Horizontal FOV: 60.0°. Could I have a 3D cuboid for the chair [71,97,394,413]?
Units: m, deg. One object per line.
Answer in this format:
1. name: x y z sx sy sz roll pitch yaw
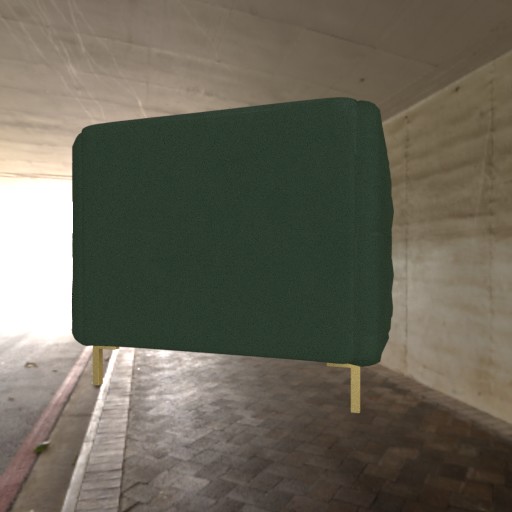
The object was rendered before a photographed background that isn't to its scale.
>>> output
1. chair: 0.000 0.000 1.557 0.917 0.768 0.855 0 0 18
